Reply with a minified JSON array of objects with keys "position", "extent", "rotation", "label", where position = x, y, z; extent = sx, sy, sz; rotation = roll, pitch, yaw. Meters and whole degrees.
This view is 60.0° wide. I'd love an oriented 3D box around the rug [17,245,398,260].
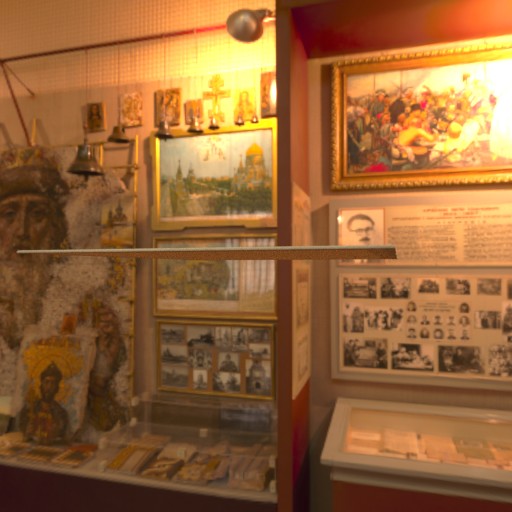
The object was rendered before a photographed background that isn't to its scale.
[{"position":[0.000,0.000,3.999],"extent":[2.430,0.018,2.976],"rotation":[0,-2,18],"label":"rug"}]
